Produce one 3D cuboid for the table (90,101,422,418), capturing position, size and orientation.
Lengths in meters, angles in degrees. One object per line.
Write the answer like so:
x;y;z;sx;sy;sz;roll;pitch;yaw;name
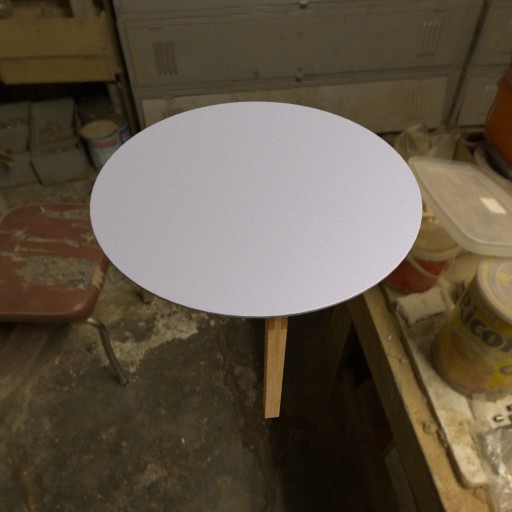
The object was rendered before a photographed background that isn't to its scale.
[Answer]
0.000;0.000;0.974;0.600;0.405;0.600;0;48;0;table
